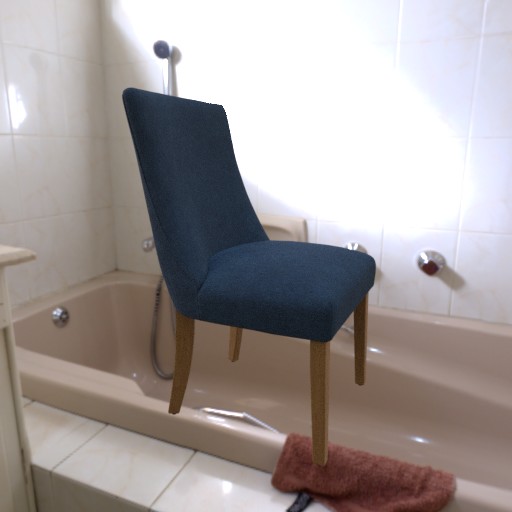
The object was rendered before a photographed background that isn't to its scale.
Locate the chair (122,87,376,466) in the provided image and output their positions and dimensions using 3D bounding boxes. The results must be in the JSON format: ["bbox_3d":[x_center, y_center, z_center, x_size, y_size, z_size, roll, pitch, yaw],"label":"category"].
[{"bbox_3d":[0.000,0.000,1.283,0.609,0.902,0.495,6,15,25],"label":"chair"}]
